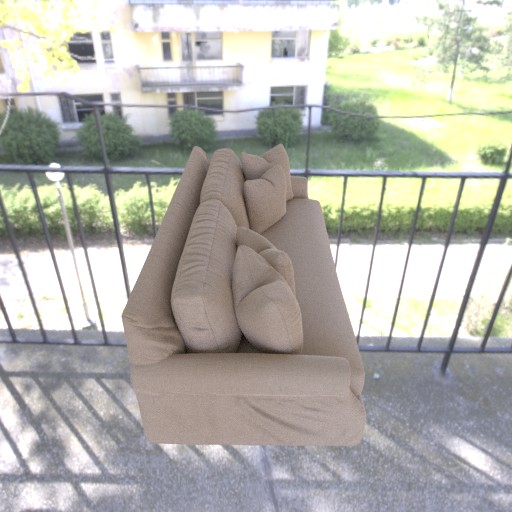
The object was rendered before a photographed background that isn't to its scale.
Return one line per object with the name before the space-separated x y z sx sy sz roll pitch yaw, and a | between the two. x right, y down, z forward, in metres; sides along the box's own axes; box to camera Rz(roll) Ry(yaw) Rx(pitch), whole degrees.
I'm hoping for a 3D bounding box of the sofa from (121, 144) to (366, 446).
sofa | 0.000 0.000 2.828 1.067 0.904 2.285 0 31 1
